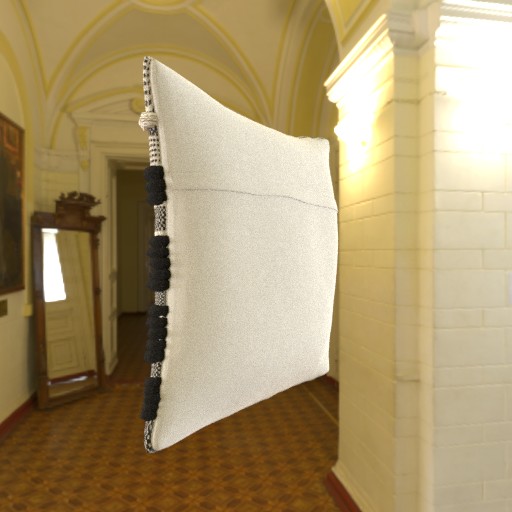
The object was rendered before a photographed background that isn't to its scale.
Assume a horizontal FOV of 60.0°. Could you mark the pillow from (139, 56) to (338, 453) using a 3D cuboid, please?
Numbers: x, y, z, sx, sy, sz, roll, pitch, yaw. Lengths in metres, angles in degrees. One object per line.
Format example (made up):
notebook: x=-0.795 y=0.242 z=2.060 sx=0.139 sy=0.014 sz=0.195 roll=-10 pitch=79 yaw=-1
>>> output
pillow: x=0.000 y=0.000 z=0.660 sx=0.156 sy=0.438 sz=0.436 roll=0 pitch=0 yaw=36
